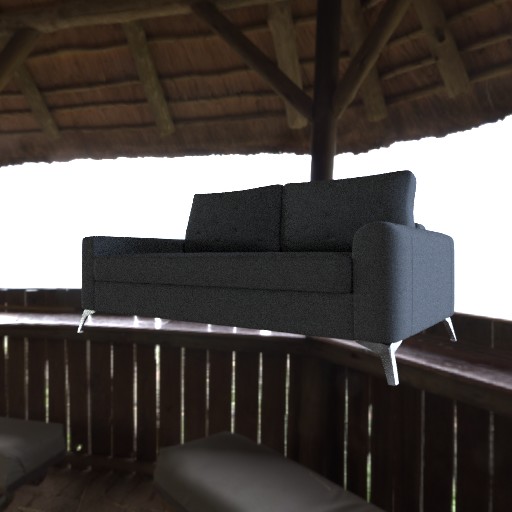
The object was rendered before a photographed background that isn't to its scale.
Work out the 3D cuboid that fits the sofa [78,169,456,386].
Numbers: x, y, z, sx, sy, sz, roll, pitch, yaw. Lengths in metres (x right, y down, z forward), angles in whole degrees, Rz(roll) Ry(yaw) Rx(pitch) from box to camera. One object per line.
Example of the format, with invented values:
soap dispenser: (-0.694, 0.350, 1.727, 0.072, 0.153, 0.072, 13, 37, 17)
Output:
sofa: (0.000, 0.000, 2.155, 1.650, 0.790, 0.920, 0, 0, 35)
